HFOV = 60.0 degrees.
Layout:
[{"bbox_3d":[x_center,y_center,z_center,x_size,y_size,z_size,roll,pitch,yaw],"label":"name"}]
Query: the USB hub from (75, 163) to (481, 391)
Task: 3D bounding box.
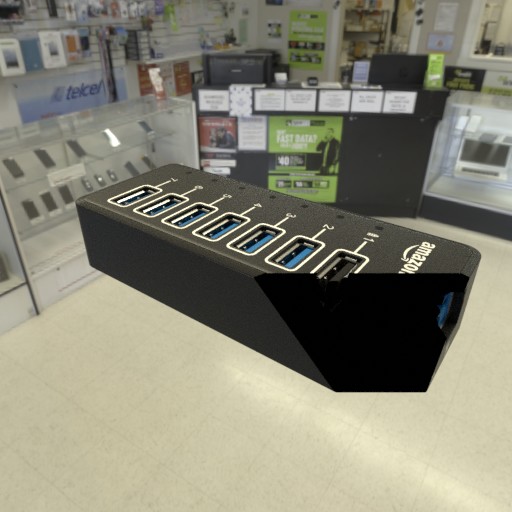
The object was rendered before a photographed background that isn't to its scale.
[{"bbox_3d":[0.000,0.000,0.129,0.110,0.023,0.044,21,37,30],"label":"USB hub"}]
